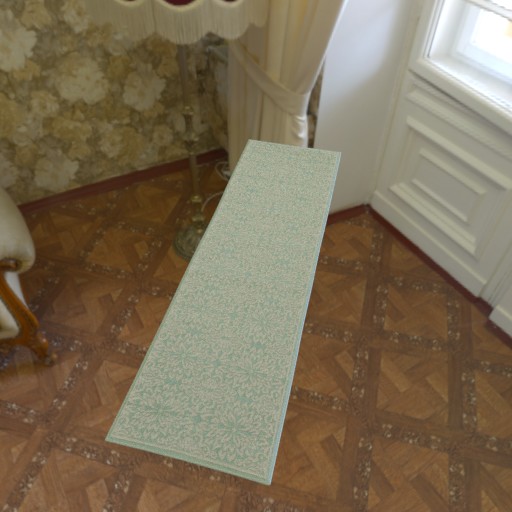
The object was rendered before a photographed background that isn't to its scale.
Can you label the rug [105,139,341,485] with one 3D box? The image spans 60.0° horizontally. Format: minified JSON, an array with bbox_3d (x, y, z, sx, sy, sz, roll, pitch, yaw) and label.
[{"bbox_3d":[0.000,0.000,2.397,0.662,0.011,2.196,10,48,10],"label":"rug"}]
